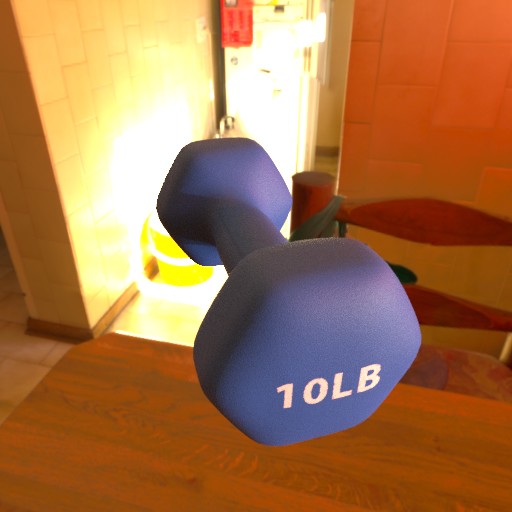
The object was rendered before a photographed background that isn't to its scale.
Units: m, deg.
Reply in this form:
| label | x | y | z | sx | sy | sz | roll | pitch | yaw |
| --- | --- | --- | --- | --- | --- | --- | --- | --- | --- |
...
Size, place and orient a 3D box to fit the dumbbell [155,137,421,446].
| label | x | y | z | sx | sy | sz | roll | pitch | yaw |
| --- | --- | --- | --- | --- | --- | --- | --- | --- | --- |
| dumbbell | 0.000 | 0.000 | 0.263 | 0.103 | 0.093 | 0.212 | -8 | 31 | -14 |
